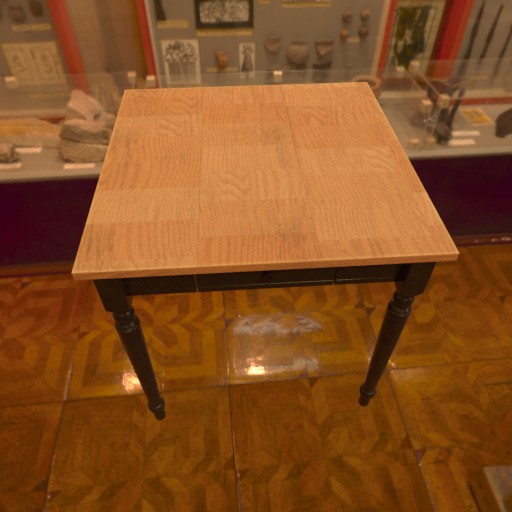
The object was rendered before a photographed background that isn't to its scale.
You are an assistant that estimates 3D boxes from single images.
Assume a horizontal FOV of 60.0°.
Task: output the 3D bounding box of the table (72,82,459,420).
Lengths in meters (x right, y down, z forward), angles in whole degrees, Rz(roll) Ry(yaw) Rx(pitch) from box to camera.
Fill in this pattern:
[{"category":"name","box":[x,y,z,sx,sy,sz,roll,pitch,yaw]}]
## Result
[{"category":"table","box":[0.000,0.000,1.372,0.747,0.738,0.747,-3,46,-3]}]
